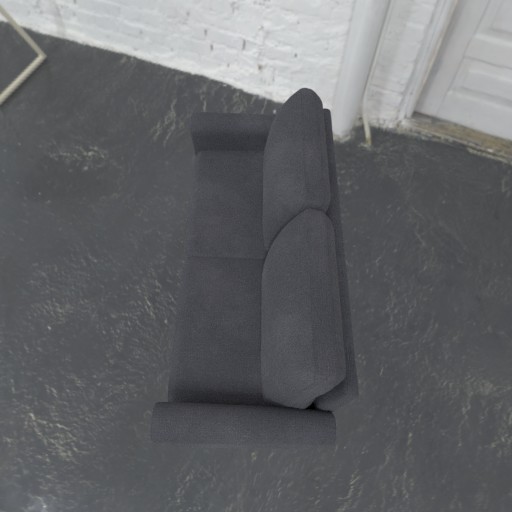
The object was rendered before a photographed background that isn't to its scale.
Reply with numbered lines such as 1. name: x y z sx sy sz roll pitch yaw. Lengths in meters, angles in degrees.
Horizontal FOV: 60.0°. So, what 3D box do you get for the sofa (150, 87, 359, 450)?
1. sofa: 0.000 0.000 2.408 0.842 0.942 1.935 1 59 0
